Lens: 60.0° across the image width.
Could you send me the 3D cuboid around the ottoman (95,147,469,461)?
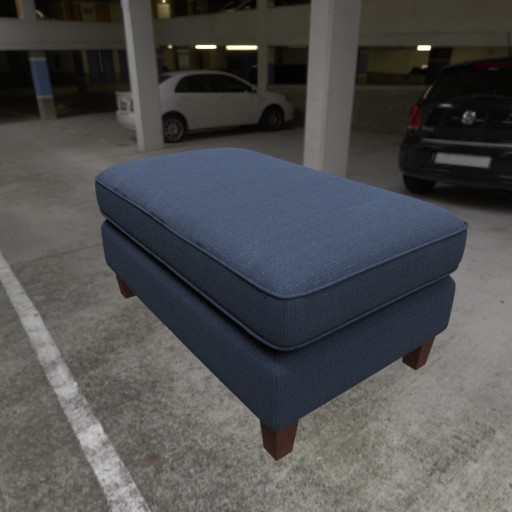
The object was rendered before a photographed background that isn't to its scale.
[{"bbox_3d":[0.000,0.000,1.190,0.570,0.438,0.885,-18,31,-33],"label":"ottoman"}]
